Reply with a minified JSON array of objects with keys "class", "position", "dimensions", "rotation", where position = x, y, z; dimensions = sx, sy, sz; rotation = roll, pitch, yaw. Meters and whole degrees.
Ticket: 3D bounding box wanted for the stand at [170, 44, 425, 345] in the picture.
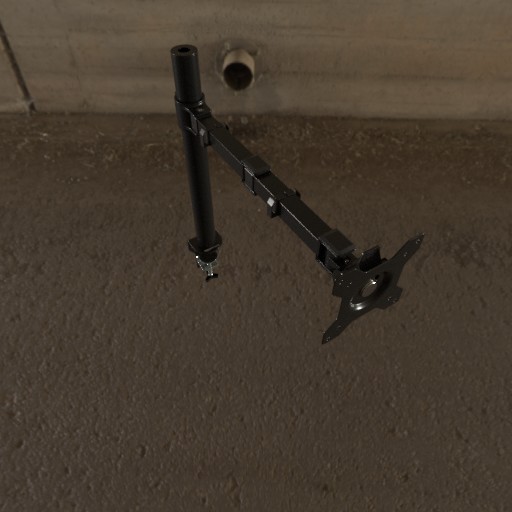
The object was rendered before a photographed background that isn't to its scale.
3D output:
[{"class":"stand","position":[0.000,0.000,0.709],"dimensions":[0.115,0.510,0.456],"rotation":[-25,52,-21]}]
